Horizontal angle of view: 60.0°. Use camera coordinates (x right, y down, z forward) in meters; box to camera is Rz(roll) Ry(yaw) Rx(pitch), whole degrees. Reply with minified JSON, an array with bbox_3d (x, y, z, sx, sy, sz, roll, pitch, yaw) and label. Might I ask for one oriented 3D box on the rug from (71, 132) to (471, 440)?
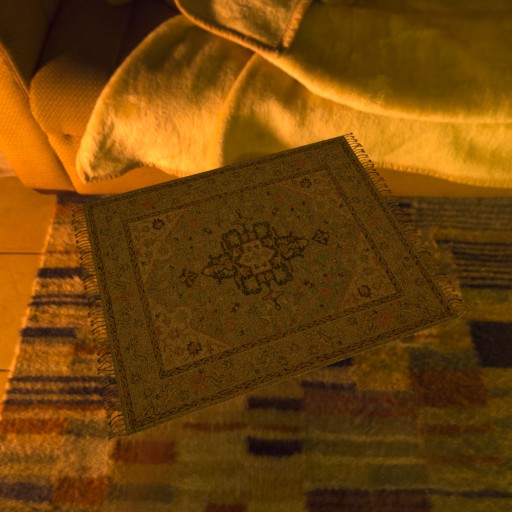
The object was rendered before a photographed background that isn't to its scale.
[{"bbox_3d":[0.000,0.000,3.487,2.651,0.010,1.971,-17,60,-10],"label":"rug"}]
